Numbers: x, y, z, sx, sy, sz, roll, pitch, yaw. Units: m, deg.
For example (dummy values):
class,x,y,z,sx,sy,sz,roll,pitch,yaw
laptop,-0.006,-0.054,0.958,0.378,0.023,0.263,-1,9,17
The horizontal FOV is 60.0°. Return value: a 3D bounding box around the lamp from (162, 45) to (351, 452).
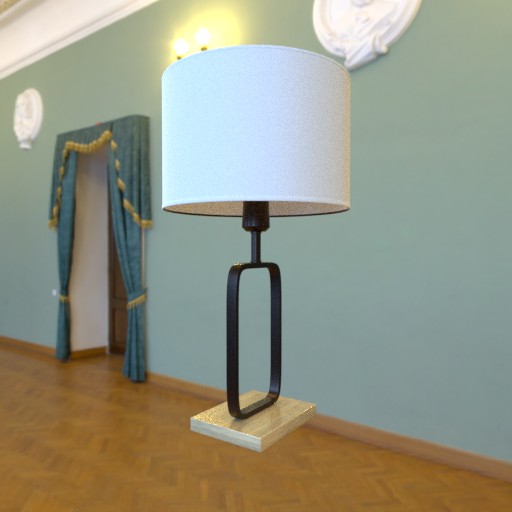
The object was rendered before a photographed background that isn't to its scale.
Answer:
class,x,y,z,sx,sy,sz,roll,pitch,yaw
lamp,0.000,0.000,0.671,0.279,0.508,0.279,1,1,35
